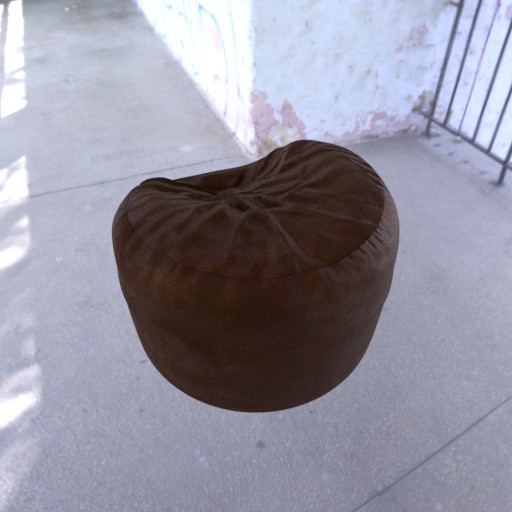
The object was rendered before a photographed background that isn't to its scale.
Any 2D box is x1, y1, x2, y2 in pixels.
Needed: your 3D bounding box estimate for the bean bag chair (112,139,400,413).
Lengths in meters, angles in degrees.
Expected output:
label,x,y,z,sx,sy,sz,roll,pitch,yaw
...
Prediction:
label,x,y,z,sx,sy,sz,roll,pitch,yaw
bean bag chair,0.000,0.000,1.539,0.918,0.616,0.918,0,42,0
